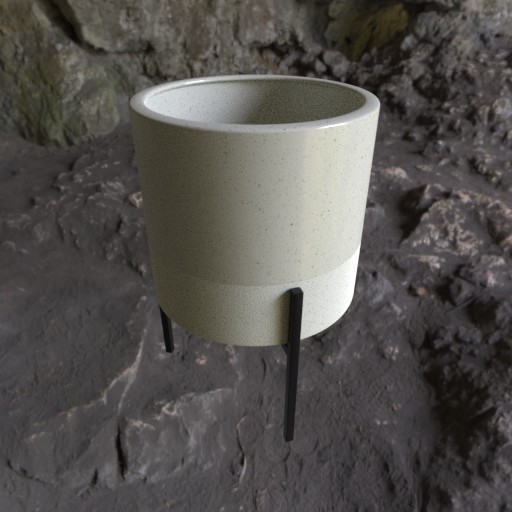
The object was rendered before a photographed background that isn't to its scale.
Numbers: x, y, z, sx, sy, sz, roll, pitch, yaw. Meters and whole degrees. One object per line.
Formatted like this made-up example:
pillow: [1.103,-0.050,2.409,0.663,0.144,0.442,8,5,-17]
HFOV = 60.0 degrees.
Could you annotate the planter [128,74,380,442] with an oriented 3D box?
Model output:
planter: [0.000,0.000,0.332,0.152,0.230,0.159,-10,33,-16]
